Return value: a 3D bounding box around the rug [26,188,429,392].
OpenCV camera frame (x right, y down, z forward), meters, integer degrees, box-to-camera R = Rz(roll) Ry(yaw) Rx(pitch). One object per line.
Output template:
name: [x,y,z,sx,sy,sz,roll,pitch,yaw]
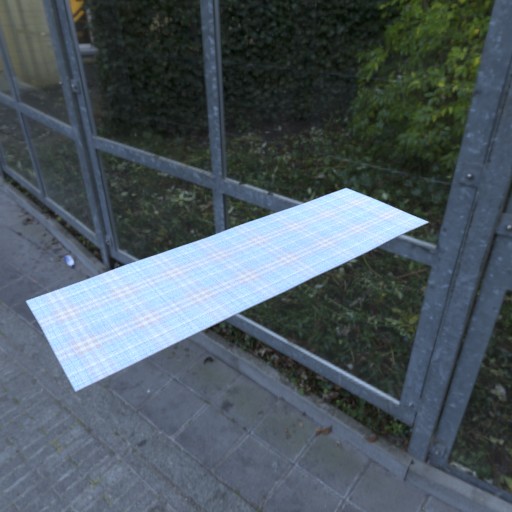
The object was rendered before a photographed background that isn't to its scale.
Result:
rug: [0.000,0.000,2.684,2.439,0.013,0.762,-22,38,-32]
